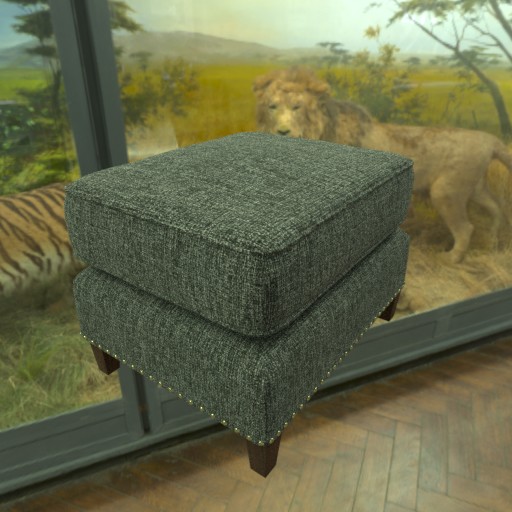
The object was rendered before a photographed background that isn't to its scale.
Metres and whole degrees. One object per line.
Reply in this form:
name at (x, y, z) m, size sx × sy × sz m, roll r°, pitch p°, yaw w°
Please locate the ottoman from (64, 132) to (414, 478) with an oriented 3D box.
ottoman at (0.000, 0.000, 1.147) m, size 0.589 × 0.537 × 0.738 m, roll 19°, pitch 33°, yaw 32°
